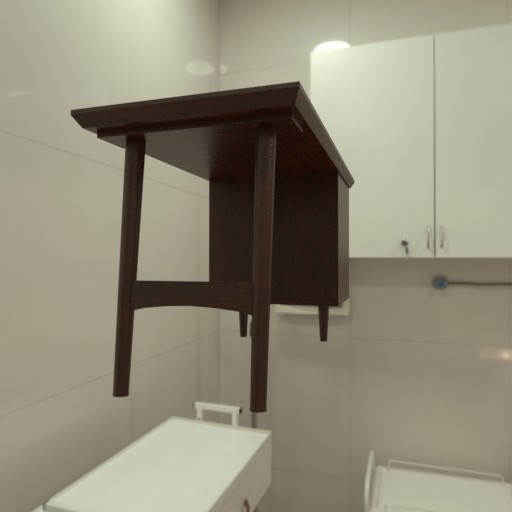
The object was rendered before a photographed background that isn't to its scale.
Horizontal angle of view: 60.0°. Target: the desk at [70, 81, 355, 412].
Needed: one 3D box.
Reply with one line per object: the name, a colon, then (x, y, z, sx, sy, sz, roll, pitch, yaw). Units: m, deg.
desk: (0.000, 0.000, 1.674, 0.612, 0.758, 1.277, 0, -1, 18)
